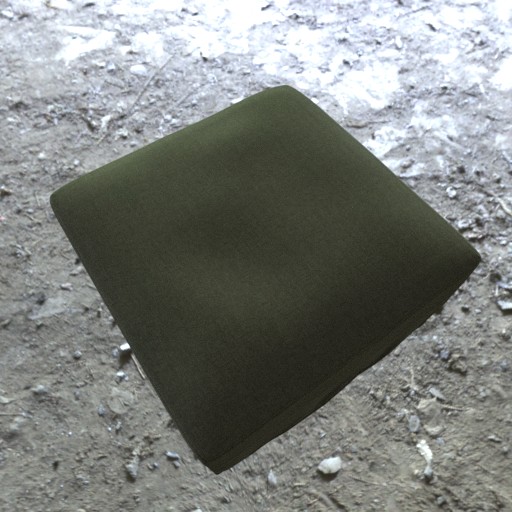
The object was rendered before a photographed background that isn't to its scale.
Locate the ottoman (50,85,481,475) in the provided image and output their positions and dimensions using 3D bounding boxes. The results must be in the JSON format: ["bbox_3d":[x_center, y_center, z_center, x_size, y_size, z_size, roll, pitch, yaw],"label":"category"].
[{"bbox_3d":[0.000,0.000,1.286,0.843,0.436,0.840,-31,64,-17],"label":"ottoman"}]
